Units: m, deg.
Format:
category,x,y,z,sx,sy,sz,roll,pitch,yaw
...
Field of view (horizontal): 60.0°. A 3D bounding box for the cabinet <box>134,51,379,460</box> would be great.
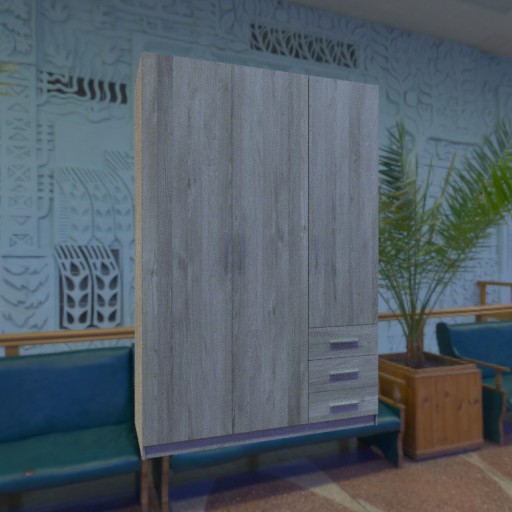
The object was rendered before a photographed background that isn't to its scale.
category,x,y,z,sx,sy,sz,roll,pitch,yaw
cabinet,0.000,0.000,2.503,1.290,1.910,0.510,0,0,-19
